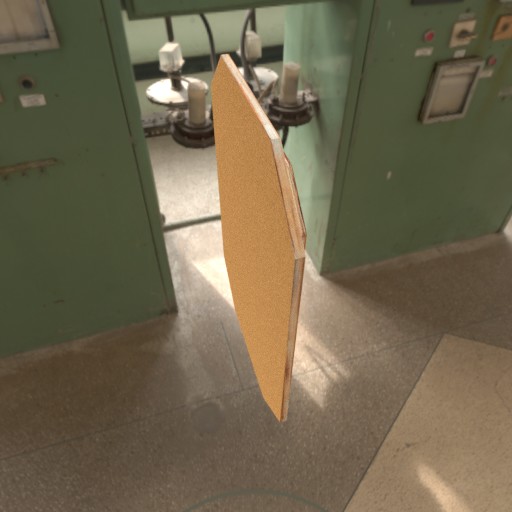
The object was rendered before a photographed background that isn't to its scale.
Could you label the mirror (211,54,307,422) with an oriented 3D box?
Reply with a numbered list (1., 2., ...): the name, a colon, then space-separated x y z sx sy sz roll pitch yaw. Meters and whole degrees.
1. mirror: 0.000 0.000 1.298 0.061 1.015 0.709 -12 48 -11
